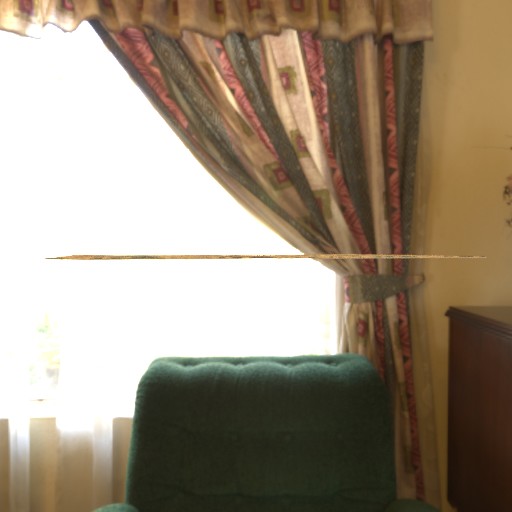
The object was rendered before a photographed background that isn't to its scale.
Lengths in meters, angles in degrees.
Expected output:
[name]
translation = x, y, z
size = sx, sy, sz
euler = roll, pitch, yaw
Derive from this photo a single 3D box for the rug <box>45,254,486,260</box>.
[rug]
translation = 0.000, 0.000, 2.106
size = 1.698, 0.013, 1.072
euler = 0, 1, -18
